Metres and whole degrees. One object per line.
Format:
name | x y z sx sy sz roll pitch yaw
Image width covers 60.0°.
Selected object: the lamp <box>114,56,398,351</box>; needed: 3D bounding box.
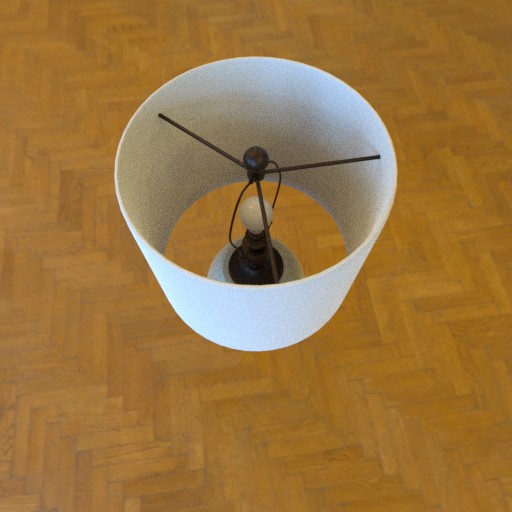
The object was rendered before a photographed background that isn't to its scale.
lamp | 0.000 0.000 0.763 0.329 0.570 0.329 33 70 14
